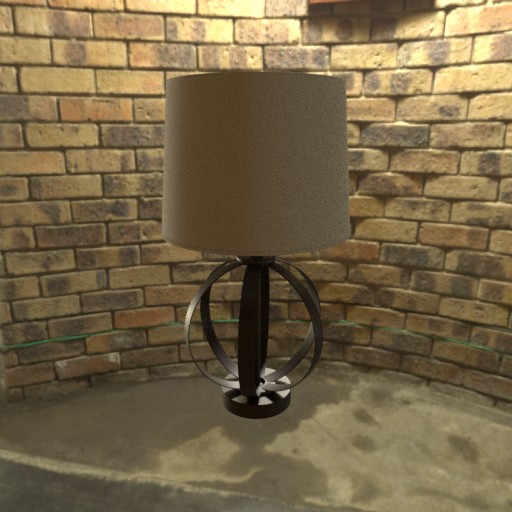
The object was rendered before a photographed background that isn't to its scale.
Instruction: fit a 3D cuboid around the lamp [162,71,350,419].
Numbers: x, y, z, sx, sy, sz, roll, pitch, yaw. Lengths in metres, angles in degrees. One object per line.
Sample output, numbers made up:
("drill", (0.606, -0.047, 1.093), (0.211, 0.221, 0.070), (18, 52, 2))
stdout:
("lamp", (0.000, 0.000, 0.699), (0.286, 0.510, 0.286), (0, 16, 0))
